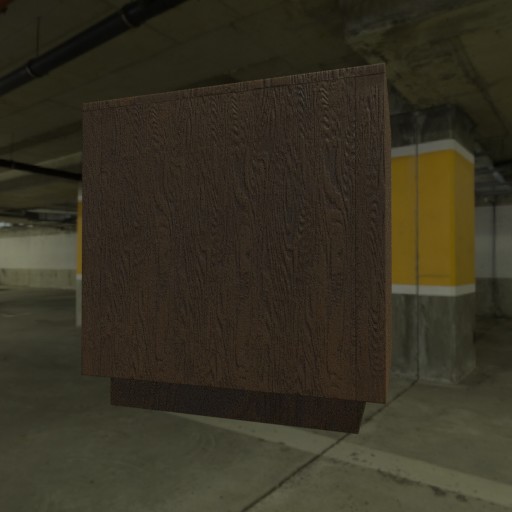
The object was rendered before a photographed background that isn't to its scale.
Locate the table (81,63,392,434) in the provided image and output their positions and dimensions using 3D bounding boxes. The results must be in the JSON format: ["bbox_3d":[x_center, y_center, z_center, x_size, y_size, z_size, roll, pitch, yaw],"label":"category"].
[{"bbox_3d":[0.000,0.000,0.970,0.560,0.585,0.439,0,-1,18],"label":"table"}]
